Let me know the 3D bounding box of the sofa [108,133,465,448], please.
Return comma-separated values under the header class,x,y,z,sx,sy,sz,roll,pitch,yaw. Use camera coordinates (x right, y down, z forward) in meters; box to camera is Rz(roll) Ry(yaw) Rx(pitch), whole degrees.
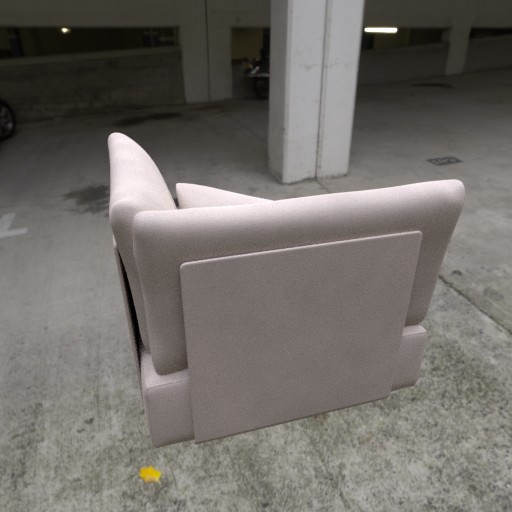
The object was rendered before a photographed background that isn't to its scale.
class,x,y,z,sx,sy,sz,roll,pitch,yaw
sofa,0.000,0.000,1.729,1.000,0.820,1.000,-8,29,-15
